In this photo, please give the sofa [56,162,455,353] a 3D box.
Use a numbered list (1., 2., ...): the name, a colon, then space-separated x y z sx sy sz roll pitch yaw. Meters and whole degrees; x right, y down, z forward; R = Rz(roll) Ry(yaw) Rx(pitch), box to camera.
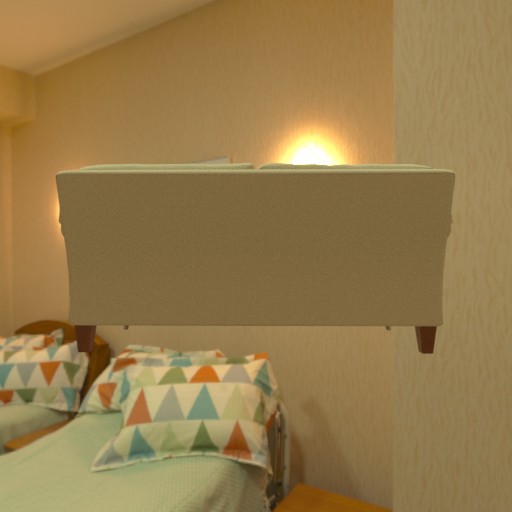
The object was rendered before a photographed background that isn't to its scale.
1. sofa: 0.000 0.000 2.841 2.159 1.087 1.086 0 0 1
